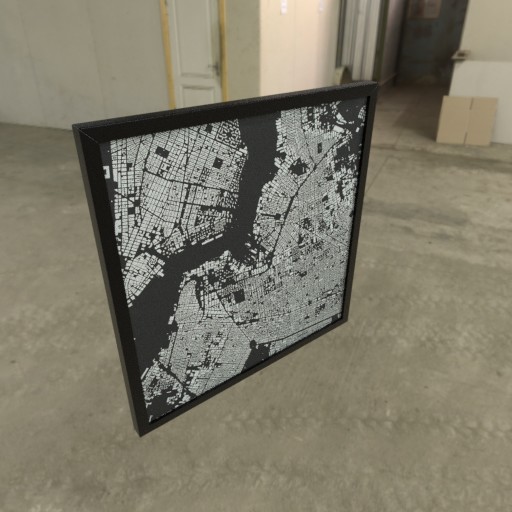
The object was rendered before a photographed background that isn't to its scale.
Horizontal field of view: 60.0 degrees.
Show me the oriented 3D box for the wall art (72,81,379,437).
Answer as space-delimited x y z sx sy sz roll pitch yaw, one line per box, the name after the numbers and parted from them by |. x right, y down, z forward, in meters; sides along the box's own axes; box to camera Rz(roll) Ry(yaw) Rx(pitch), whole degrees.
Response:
0.000 0.000 1.121 0.755 0.761 0.038 -21 36 -32 | wall art
